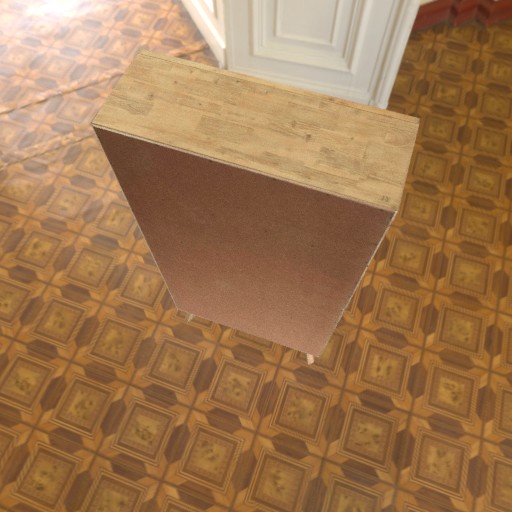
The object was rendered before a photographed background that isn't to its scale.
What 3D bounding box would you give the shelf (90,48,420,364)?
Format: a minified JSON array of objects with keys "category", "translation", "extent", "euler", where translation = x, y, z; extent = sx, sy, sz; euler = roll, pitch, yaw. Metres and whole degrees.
[{"category":"shelf","translation":[0.000,0.000,1.728],"extent":[0.748,1.471,0.308],"euler":[17,65,8]}]
